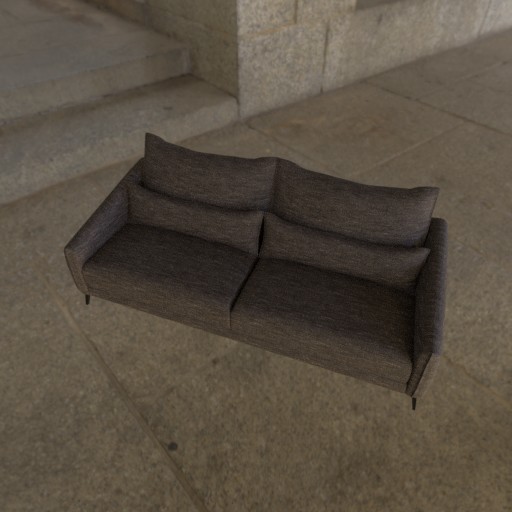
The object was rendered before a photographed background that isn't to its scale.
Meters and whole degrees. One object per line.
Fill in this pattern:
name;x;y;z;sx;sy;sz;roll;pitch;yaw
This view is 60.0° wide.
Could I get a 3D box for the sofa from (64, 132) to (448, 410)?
sofa;0.000;0.000;2.455;2.019;0.843;0.807;14;44;15
